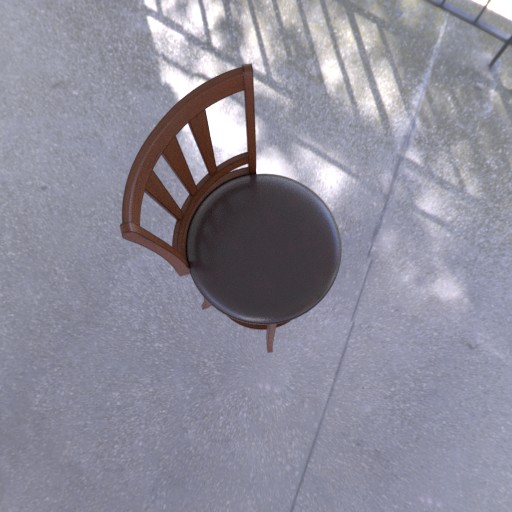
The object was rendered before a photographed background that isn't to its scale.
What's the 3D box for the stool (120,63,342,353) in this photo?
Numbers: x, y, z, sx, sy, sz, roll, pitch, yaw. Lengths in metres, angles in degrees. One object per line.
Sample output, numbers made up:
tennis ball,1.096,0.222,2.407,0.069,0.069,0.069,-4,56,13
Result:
stool,0.000,0.000,1.448,0.503,1.177,0.464,32,78,8
